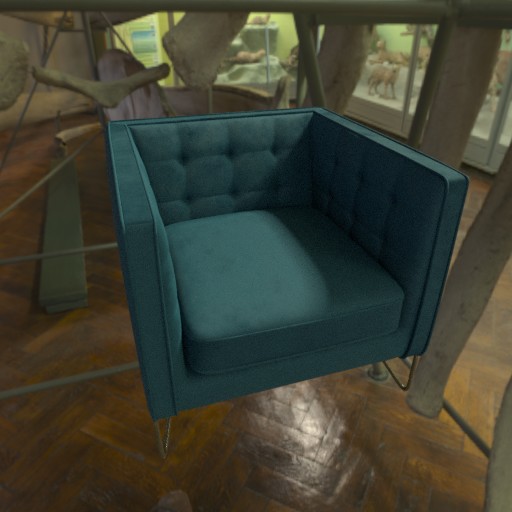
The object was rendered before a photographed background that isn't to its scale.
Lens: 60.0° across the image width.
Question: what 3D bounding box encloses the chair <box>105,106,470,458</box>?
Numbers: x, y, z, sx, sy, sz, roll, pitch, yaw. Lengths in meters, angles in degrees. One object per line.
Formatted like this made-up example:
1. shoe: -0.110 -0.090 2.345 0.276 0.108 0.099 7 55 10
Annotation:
1. chair: 0.000 0.000 1.529 0.880 0.790 0.894 -9 31 -16
